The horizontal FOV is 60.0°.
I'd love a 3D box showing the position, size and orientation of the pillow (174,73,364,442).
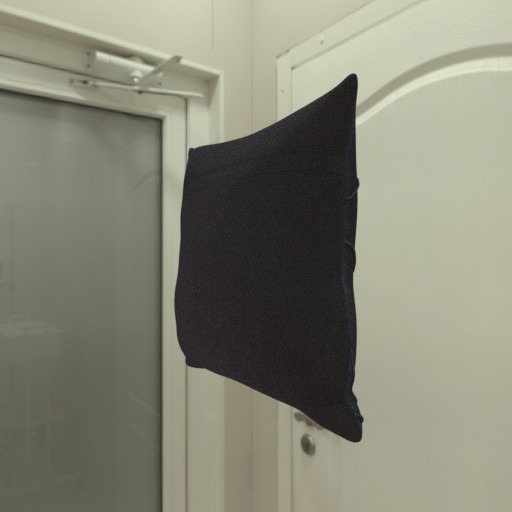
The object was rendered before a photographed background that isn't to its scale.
[{"bbox_3d":[0.000,0.000,0.700,0.183,0.440,0.439,0,0,-36],"label":"pillow"}]
